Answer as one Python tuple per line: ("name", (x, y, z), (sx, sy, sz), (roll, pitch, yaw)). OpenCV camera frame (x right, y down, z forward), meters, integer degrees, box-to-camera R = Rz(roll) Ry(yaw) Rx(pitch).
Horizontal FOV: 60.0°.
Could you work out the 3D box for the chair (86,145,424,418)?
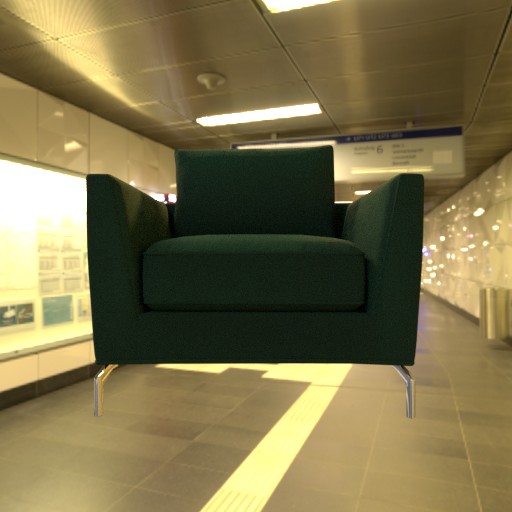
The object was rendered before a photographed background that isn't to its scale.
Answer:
("chair", (0.000, 0.000, 1.763), (1.047, 0.997, 0.852), (0, 0, 1))
